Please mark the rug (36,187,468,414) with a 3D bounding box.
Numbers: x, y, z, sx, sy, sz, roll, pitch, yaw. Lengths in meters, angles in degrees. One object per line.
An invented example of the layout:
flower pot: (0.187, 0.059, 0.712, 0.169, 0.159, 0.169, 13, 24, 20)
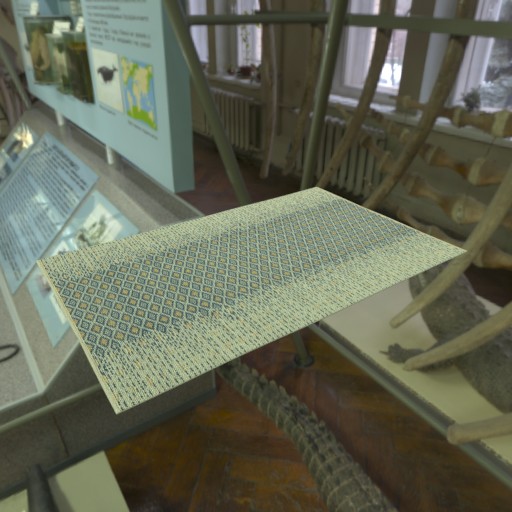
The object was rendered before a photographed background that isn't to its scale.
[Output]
rug: (0.000, 0.000, 2.965, 2.448, 0.008, 1.541, -19, 34, -30)
